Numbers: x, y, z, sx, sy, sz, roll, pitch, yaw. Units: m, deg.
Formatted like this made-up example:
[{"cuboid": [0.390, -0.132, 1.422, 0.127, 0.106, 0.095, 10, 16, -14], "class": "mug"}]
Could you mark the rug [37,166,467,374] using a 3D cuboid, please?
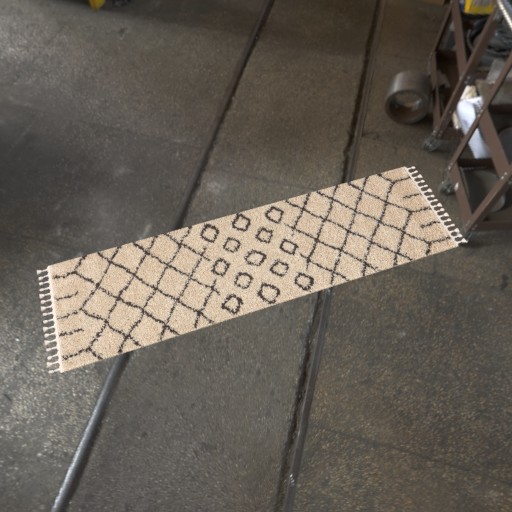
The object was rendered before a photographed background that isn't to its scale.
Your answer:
[{"cuboid": [0.000, 0.000, 2.615, 2.464, 0.005, 0.660, -17, 61, -9], "class": "rug"}]
